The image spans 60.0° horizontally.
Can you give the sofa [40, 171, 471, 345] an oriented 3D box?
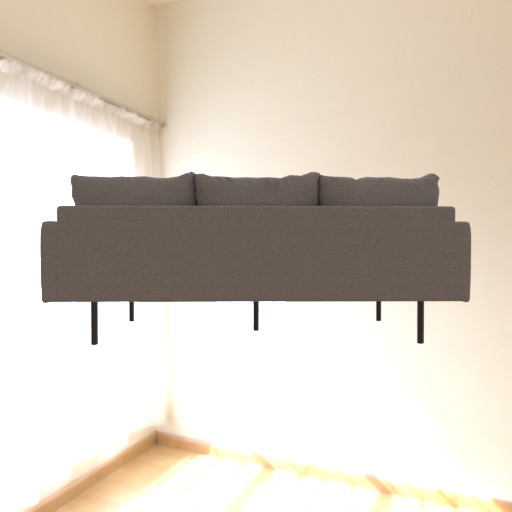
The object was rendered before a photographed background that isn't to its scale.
[{"bbox_3d":[0.000,0.000,2.467,2.000,0.830,0.850,0,1,-1],"label":"sofa"}]
